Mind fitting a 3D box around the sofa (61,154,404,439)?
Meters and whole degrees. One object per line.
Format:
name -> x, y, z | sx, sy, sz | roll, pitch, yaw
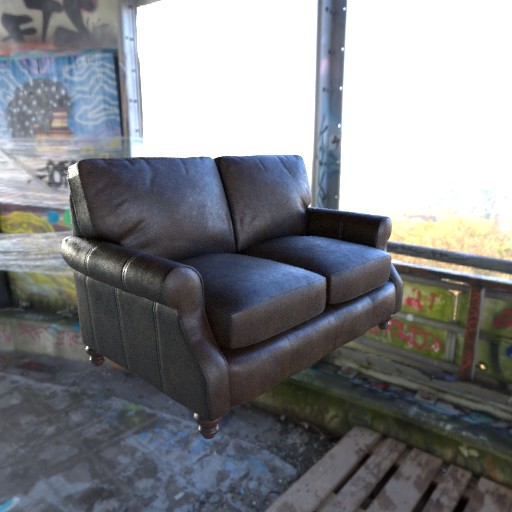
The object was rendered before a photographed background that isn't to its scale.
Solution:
sofa -> 0.000, 0.000, 2.222 | 0.990, 0.976, 1.616 | 12, 19, 41
